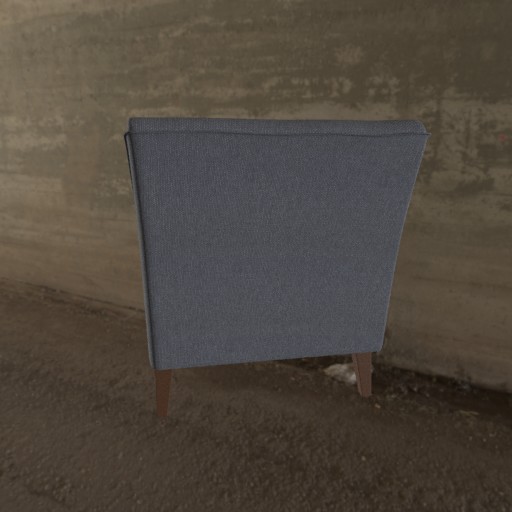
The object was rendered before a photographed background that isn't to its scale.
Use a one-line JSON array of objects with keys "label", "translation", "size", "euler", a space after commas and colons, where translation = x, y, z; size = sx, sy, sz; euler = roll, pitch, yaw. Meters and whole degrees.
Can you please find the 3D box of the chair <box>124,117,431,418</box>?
[{"label": "chair", "translation": [0.000, 0.000, 1.605], "size": [0.780, 0.919, 0.899], "euler": [-3, 15, -10]}]
